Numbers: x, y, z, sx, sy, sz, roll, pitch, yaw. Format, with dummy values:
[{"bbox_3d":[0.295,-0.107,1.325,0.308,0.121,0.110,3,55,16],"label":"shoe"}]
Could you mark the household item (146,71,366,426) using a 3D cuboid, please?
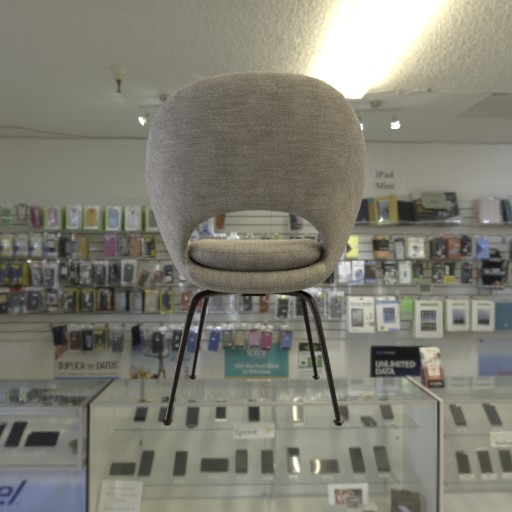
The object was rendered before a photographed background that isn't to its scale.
[{"bbox_3d":[0.000,0.000,1.313,0.643,0.869,0.587,0,-1,0],"label":"household item"}]
